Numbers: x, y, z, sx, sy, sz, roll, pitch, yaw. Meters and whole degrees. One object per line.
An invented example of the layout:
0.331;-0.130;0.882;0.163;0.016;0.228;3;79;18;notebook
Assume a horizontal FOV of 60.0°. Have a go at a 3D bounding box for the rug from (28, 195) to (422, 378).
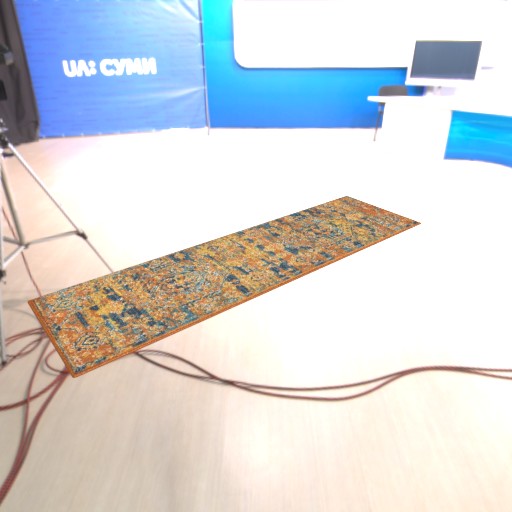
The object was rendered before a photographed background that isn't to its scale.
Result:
0.000;0.000;2.512;2.274;0.016;0.651;-21;35;-33;rug
